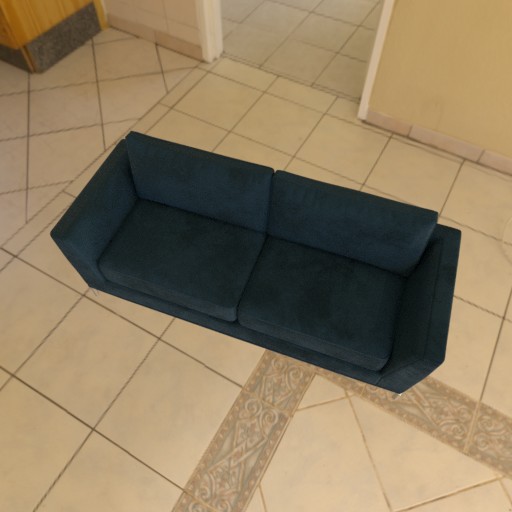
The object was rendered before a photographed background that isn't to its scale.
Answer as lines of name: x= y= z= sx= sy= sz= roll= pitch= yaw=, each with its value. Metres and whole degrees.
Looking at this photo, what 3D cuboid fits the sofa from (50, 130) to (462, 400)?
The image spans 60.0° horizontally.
sofa: x=0.000 y=0.000 z=2.724 sx=2.212 sy=0.998 sz=0.853 roll=17 pitch=59 yaw=11
